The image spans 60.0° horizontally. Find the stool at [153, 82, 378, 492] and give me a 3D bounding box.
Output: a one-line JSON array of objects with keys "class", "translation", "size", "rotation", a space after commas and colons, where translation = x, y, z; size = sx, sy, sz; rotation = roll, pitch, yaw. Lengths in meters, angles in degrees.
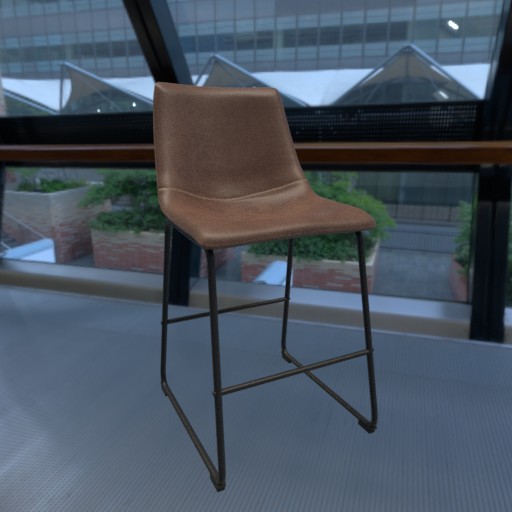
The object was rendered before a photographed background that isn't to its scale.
[{"class": "stool", "translation": [0.000, 0.000, 1.177], "size": [0.460, 0.890, 0.550], "rotation": [-8, 18, -26]}]
